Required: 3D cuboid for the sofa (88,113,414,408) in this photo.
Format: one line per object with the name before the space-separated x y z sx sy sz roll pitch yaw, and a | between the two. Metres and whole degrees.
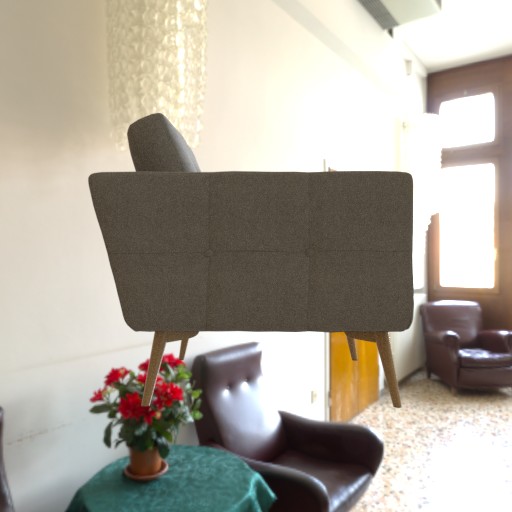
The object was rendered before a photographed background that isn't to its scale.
sofa | 0.000 0.000 1.560 0.920 0.860 0.770 0 0 1
